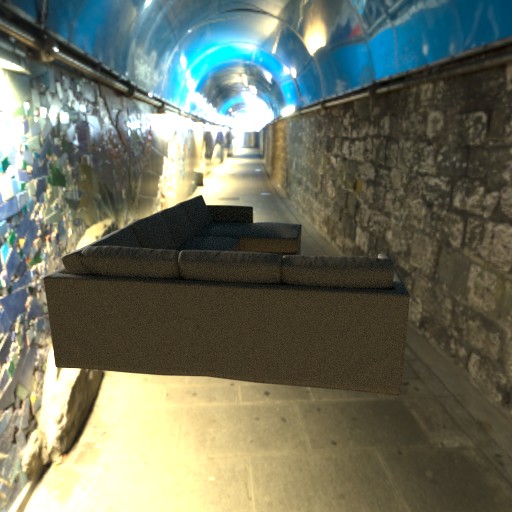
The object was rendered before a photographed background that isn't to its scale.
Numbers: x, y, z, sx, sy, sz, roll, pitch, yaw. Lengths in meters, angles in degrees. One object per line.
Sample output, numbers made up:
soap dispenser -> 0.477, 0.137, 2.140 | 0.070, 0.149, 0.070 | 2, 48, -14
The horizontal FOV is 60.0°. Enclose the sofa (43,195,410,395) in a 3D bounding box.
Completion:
sofa -> 0.000, 0.000, 4.548 | 2.427, 0.882, 3.460 | 2, 15, 8
